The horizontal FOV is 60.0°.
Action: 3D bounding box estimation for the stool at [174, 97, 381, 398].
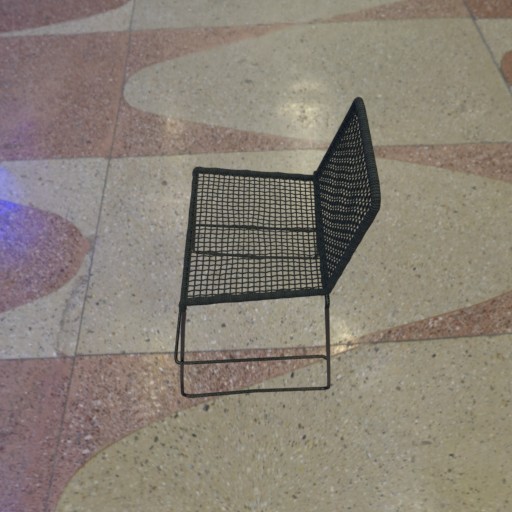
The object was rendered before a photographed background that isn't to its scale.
[{"bbox_3d":[0.000,0.000,1.288,0.509,0.905,0.590,0,58,0],"label":"stool"}]
